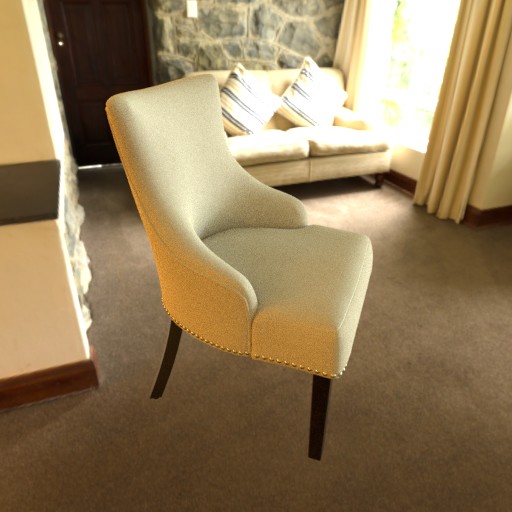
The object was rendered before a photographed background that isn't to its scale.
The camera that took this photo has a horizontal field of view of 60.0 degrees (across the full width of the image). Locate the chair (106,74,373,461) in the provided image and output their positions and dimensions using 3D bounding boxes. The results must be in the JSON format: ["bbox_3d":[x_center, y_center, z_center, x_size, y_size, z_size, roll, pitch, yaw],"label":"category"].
[{"bbox_3d":[0.000,0.000,1.269,0.629,0.909,0.566,10,30,17],"label":"chair"}]
